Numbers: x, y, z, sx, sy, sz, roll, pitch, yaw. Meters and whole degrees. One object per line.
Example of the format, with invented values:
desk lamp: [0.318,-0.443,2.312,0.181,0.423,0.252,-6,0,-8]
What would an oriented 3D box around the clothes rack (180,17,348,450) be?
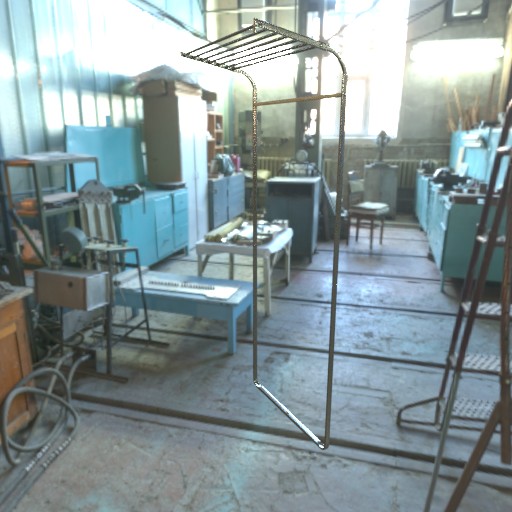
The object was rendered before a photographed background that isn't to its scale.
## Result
clothes rack: [0.000,0.000,1.783,0.349,1.574,0.609,-9,18,-28]
